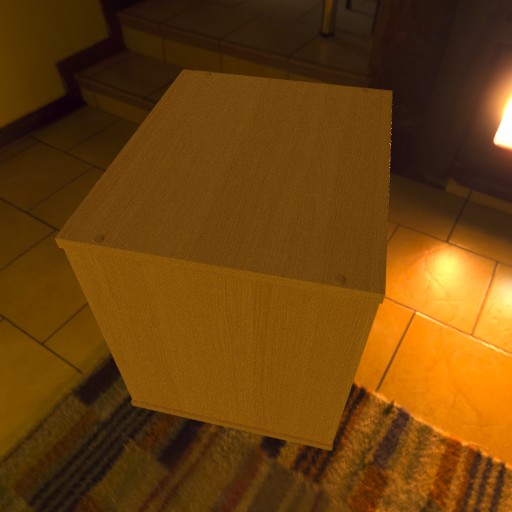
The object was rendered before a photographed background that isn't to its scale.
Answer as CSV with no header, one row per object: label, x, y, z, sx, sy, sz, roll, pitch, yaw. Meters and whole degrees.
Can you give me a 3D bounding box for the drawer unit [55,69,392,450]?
drawer unit,0.000,0.000,0.616,0.290,0.344,0.349,9,48,9
